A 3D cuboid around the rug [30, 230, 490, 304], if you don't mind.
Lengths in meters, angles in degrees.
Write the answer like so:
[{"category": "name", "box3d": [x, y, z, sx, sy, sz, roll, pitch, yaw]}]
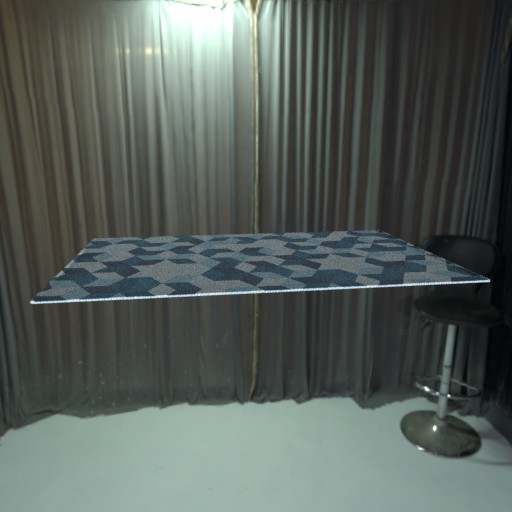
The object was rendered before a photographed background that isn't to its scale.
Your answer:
[{"category": "rug", "box3d": [0.000, 0.000, 3.045, 2.438, 0.015, 1.518, -2, 14, -8]}]
